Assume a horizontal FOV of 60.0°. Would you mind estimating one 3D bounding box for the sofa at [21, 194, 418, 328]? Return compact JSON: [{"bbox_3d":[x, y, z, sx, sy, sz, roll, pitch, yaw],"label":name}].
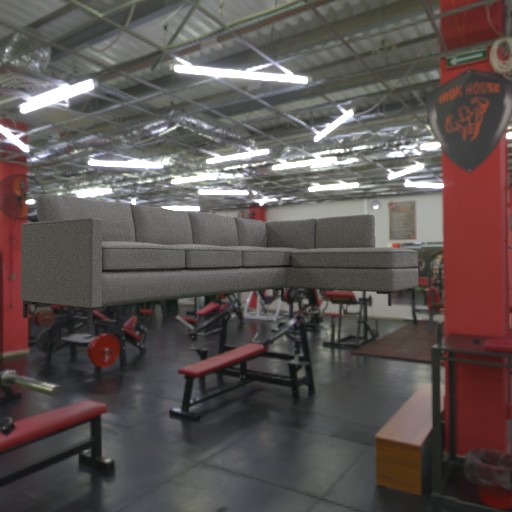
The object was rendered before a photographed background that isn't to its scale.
[{"bbox_3d":[0.000,0.000,4.161,2.077,0.964,3.331,0,0,36],"label":"sofa"}]
